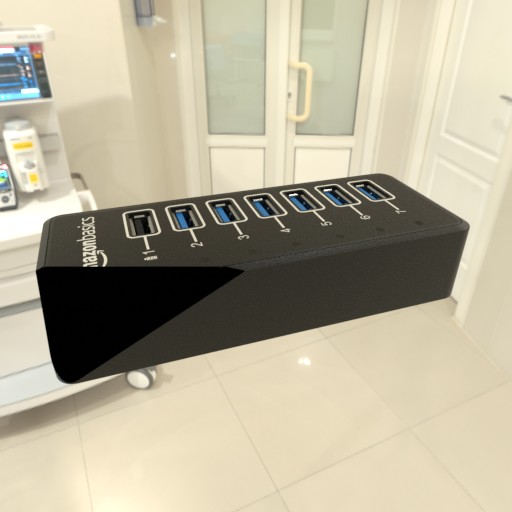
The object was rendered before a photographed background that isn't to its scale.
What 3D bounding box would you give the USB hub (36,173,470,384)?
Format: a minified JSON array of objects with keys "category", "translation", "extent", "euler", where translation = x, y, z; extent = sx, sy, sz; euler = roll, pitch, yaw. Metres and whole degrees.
[{"category":"USB hub","translation":[0.000,0.000,0.126],"extent":[0.110,0.023,0.044],"euler":[-10,33,-16]}]
